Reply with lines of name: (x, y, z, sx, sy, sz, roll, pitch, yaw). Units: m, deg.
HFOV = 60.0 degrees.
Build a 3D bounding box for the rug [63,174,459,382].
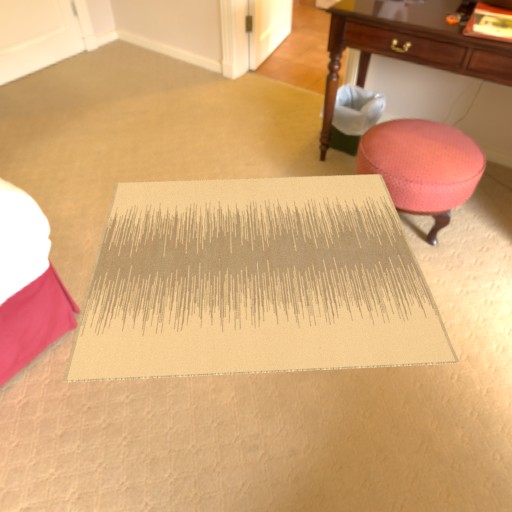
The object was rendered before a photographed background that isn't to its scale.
rug: (0.000, 0.000, 4.210, 3.037, 0.010, 2.453, -2, 46, -2)
